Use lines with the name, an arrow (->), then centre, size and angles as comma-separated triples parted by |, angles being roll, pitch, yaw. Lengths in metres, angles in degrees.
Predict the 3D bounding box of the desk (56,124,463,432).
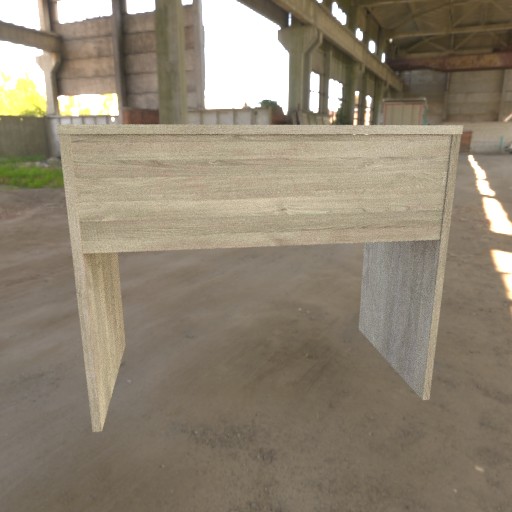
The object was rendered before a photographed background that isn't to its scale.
desk -> 0.000, 0.000, 1.292 | 0.893, 0.724, 0.498 | -2, 16, -9
